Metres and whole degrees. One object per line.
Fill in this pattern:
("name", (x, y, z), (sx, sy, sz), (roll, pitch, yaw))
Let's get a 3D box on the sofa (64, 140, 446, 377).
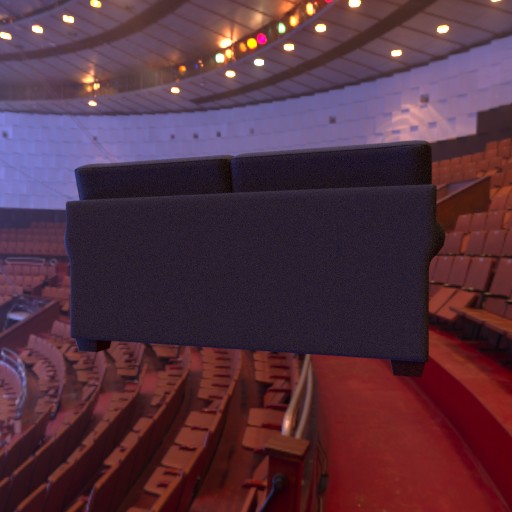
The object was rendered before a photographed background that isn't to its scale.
("sofa", (0.000, 0.000, 2.520), (1.930, 1.020, 0.940), (0, 0, 18))
